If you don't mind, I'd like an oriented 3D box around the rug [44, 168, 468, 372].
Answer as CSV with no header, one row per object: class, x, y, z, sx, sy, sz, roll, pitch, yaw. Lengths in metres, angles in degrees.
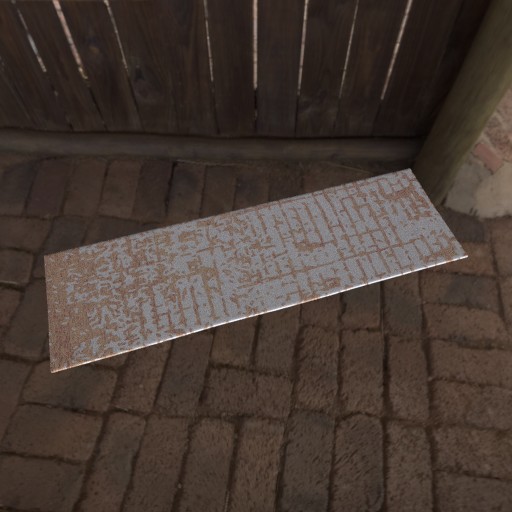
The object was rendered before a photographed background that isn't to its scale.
rug,0.000,0.000,2.665,2.435,0.011,0.750,-14,59,-9
